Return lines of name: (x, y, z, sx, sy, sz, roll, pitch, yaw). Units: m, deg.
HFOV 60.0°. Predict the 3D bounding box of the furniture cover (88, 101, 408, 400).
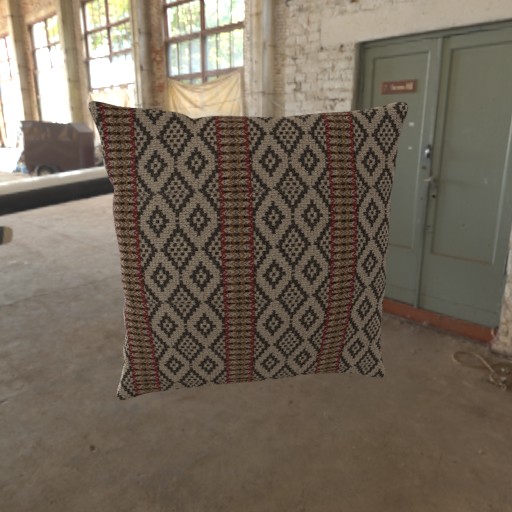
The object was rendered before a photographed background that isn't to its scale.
furniture cover: (0.000, 0.000, 0.762, 0.503, 0.506, 0.182, -2, 16, -9)
